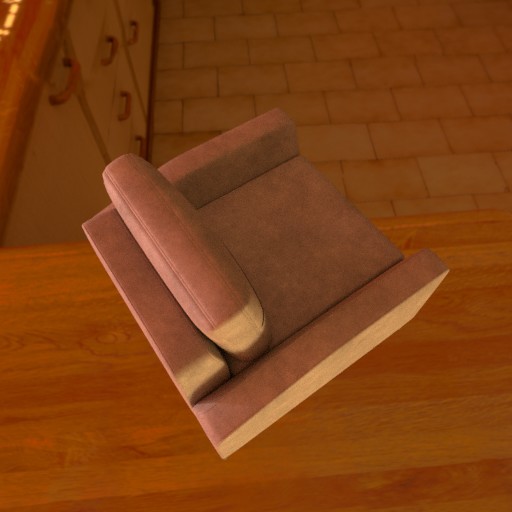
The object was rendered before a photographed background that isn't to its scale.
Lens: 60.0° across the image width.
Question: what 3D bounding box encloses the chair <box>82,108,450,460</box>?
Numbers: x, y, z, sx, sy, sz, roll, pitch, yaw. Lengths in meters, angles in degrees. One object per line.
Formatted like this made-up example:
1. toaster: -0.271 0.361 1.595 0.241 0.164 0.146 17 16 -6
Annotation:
1. chair: 0.000 0.000 1.537 0.900 0.800 0.900 -31 64 -17
